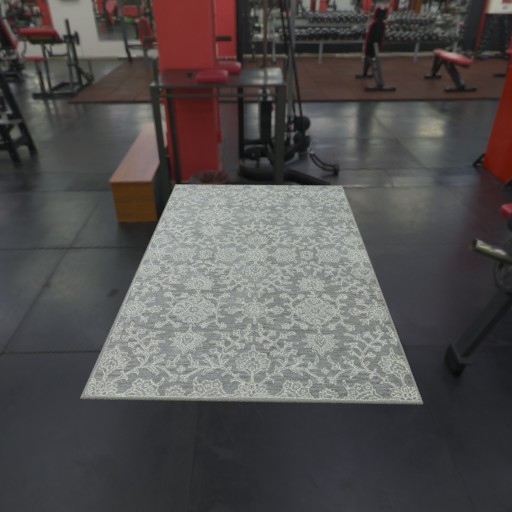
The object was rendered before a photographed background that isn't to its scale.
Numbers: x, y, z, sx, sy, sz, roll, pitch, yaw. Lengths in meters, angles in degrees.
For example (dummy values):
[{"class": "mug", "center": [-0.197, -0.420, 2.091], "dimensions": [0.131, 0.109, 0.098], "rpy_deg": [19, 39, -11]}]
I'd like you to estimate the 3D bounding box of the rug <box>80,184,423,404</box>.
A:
[{"class": "rug", "center": [0.000, 0.000, 2.988], "dimensions": [1.515, 0.010, 2.430], "rpy_deg": [1, 32, 1]}]
